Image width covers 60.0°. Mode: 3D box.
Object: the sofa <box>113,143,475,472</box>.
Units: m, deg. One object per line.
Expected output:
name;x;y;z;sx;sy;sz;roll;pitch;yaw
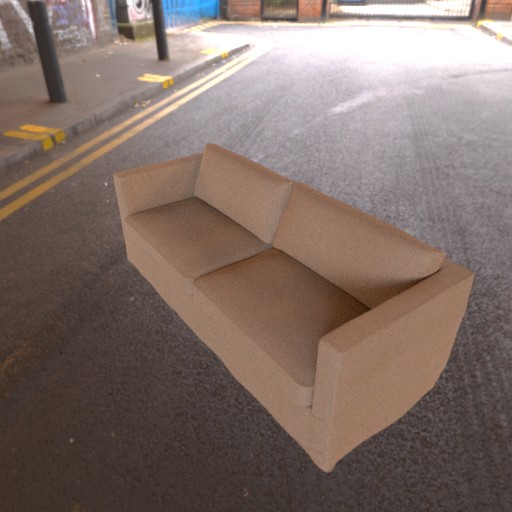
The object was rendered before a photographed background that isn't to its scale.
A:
sofa;0.000;0.000;2.782;0.956;0.847;2.296;-21;38;-30
